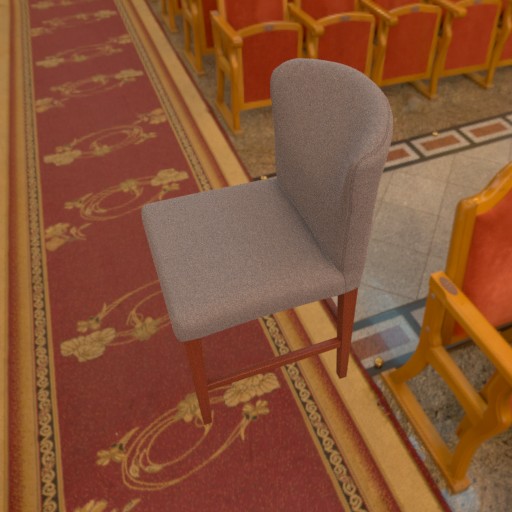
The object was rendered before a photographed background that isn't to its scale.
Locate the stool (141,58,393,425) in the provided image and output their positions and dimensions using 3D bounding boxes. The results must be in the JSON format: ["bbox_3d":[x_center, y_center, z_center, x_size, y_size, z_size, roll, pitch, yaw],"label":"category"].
[{"bbox_3d":[0.000,0.000,1.286,0.568,0.968,0.481,-15,48,-14],"label":"stool"}]
